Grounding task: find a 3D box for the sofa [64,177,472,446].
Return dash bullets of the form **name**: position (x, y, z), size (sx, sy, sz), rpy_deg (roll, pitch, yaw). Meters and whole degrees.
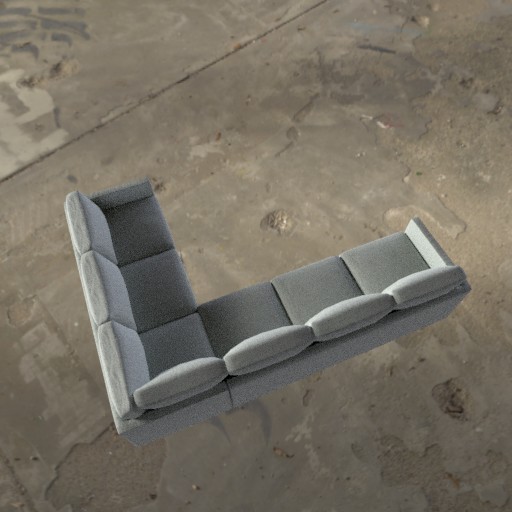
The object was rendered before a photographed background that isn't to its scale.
- **sofa**: position (0.000, 0.000, 4.527), size (3.333, 0.934, 2.522), rpy_deg (-19, 60, -12)
